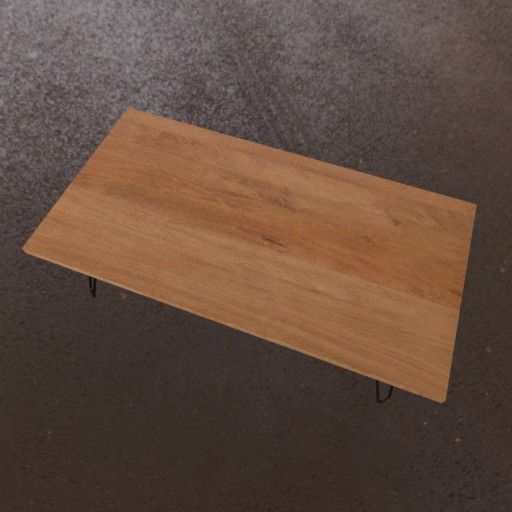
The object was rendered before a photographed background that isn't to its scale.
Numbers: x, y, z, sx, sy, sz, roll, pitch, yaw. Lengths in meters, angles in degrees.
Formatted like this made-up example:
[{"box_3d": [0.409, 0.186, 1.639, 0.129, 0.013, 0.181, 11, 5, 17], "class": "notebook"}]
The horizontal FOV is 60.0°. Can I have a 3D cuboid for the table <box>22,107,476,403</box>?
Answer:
[{"box_3d": [0.000, 0.000, 1.642, 1.348, 0.400, 0.699, 18, 61, 10], "class": "table"}]
